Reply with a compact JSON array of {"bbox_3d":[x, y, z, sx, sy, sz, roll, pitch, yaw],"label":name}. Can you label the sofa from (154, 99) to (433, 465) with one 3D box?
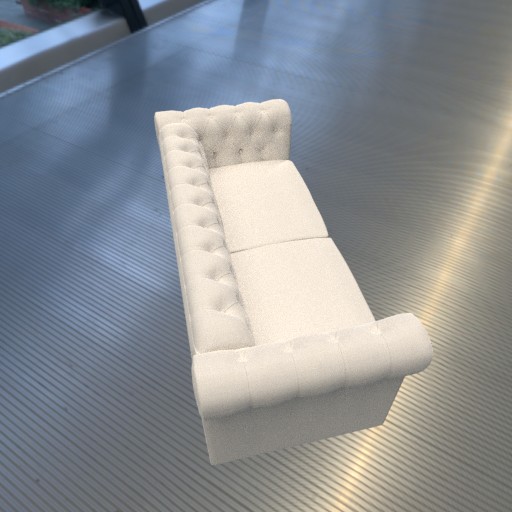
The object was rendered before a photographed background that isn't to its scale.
[{"bbox_3d":[0.000,0.000,2.186,0.771,0.796,1.798,-9,46,-9],"label":"sofa"}]
